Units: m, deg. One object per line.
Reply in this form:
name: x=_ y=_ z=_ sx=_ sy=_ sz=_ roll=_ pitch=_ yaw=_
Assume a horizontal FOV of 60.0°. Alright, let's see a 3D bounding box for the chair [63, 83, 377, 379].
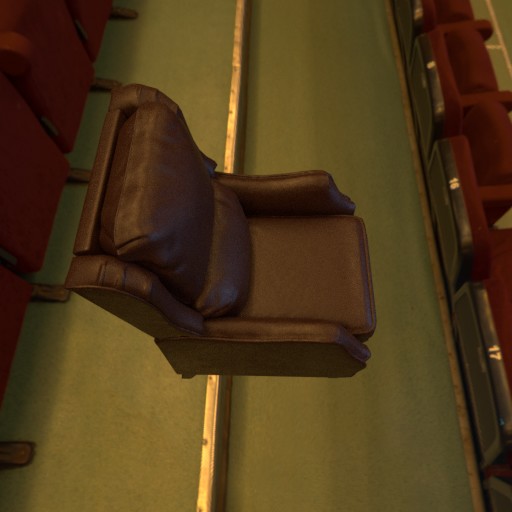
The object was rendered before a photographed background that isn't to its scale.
chair: x=0.000 y=0.000 z=1.732 sx=0.982 sy=1.132 sz=0.770 roll=1 pitch=62 yaw=1
